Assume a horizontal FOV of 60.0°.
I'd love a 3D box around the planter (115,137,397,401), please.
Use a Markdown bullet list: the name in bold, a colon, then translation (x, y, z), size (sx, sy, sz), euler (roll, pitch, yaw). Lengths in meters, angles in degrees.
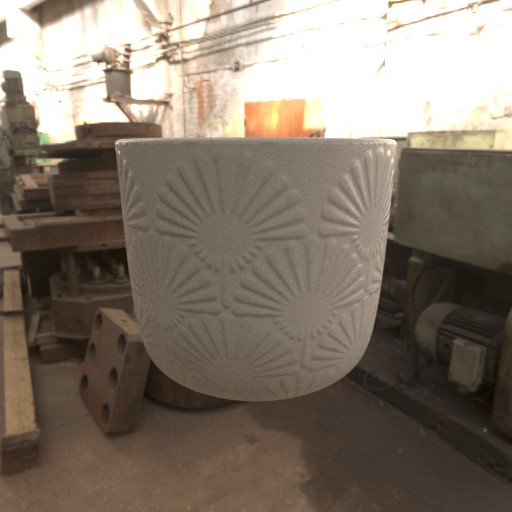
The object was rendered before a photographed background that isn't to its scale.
- **planter**: translation (0.000, 0.000, 0.216), size (0.124, 0.109, 0.124), euler (0, 14, 0)
